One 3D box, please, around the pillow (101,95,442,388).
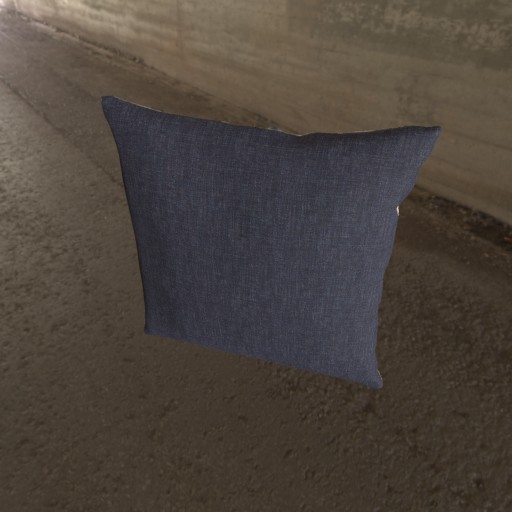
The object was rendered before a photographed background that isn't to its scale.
[{"bbox_3d":[0.000,0.000,0.775,0.510,0.510,0.145,10,36,14],"label":"pillow"}]
